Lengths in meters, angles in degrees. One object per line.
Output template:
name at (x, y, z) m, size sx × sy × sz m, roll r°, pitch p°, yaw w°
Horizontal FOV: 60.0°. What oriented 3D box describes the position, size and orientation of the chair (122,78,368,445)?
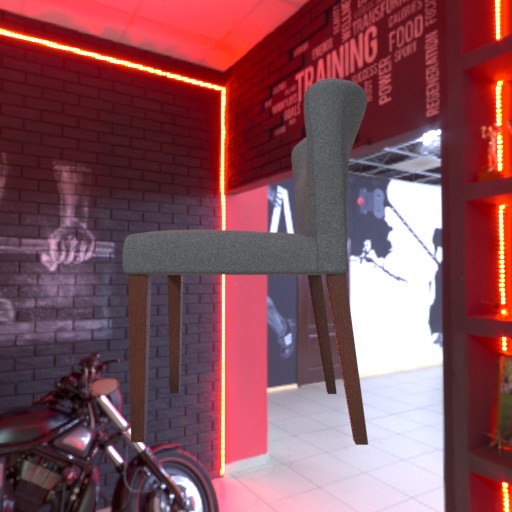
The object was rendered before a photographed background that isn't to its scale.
chair at (0.000, 0.000, 1.202) m, size 0.592 × 0.839 × 0.491 m, roll 0°, pitch -3°, yaw 1°
